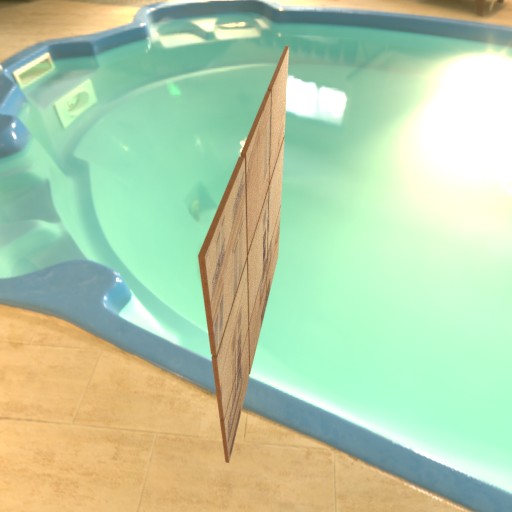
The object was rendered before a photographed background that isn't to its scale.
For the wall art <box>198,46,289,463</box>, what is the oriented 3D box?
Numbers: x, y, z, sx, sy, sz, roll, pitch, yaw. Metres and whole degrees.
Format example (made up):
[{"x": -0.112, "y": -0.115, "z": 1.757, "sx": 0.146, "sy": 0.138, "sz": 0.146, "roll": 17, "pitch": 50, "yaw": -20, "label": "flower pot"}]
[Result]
[{"x": 0.000, "y": 0.000, "z": 1.360, "sx": 0.018, "sy": 0.913, "sz": 0.915, "roll": 8, "pitch": 46, "yaw": 8, "label": "wall art"}]
